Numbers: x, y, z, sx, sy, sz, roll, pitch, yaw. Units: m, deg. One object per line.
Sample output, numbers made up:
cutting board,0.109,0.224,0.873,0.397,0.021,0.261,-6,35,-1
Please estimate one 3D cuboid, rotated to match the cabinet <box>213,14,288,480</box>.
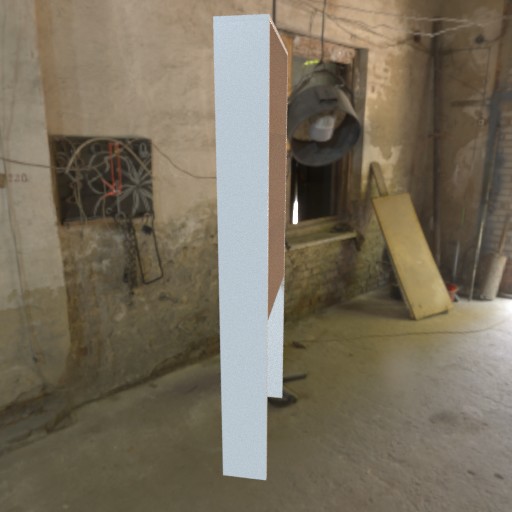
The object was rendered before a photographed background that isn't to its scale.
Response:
cabinet,0.000,0.000,1.961,0.192,1.770,0.643,2,15,9
